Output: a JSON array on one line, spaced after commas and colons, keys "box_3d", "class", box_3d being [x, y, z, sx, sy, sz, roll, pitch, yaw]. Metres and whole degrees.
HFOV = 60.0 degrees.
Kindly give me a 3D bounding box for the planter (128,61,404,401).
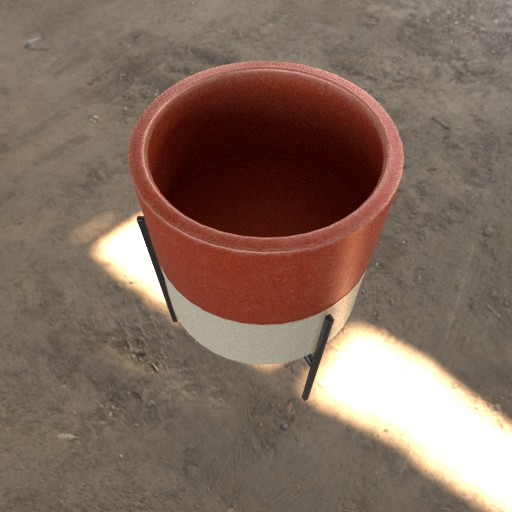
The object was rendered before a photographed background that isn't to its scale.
[{"box_3d": [0.000, 0.000, 0.523, 0.251, 0.354, 0.235, 1, 56, 1], "class": "planter"}]
